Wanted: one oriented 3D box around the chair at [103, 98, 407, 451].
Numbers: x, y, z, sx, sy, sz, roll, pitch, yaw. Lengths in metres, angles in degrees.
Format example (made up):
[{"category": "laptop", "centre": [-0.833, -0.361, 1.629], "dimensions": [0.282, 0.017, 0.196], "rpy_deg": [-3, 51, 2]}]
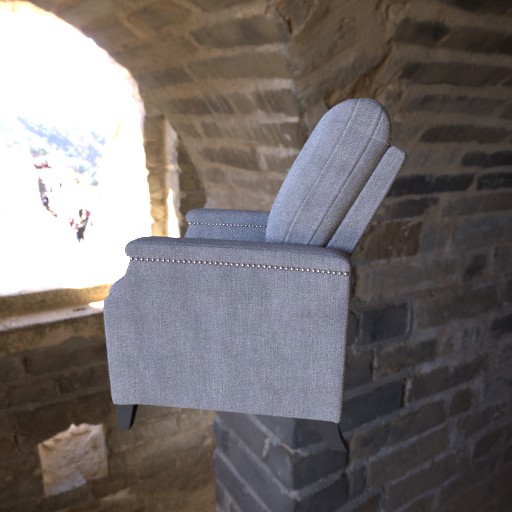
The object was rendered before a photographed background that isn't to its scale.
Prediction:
[{"category": "chair", "centre": [0.000, 0.000, 1.612], "dimensions": [0.922, 1.049, 0.710], "rpy_deg": [2, 14, 8]}]
